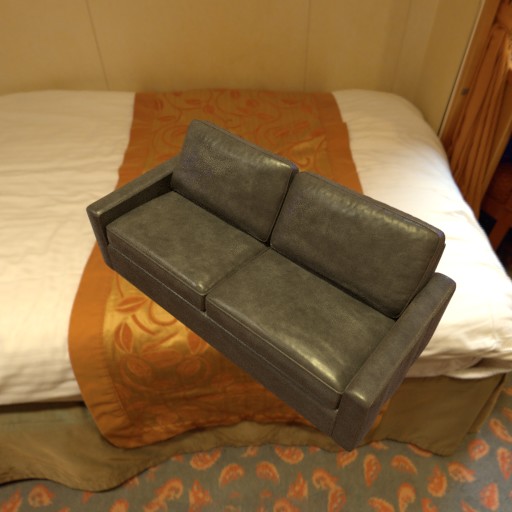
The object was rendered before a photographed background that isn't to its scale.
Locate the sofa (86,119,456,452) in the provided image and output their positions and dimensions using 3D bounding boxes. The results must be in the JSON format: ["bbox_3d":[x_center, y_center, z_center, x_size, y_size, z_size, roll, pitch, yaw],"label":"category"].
[{"bbox_3d":[0.000,0.000,2.664,2.081,0.916,0.939,31,54,27],"label":"sofa"}]
